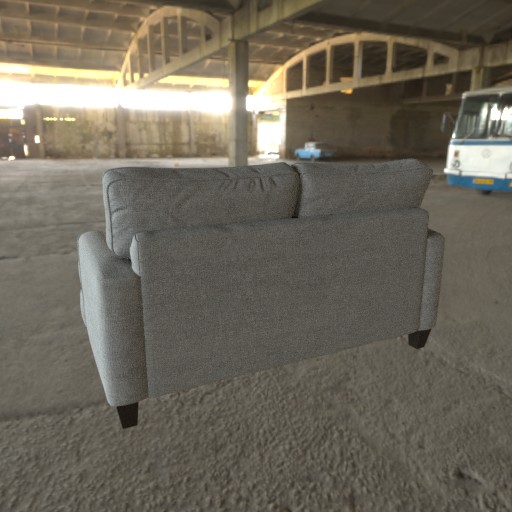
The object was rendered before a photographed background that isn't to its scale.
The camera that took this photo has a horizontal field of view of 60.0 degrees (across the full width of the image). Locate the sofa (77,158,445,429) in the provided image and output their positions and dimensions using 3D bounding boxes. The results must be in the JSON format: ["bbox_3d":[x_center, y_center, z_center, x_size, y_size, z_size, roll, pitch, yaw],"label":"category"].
[{"bbox_3d":[0.000,0.000,2.249,1.651,0.965,0.965,-7,16,-25],"label":"sofa"}]
